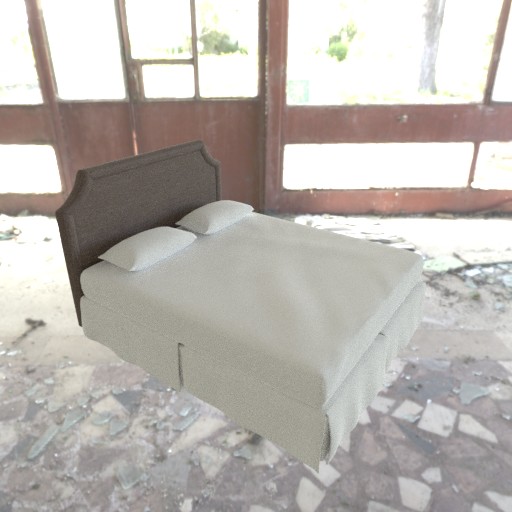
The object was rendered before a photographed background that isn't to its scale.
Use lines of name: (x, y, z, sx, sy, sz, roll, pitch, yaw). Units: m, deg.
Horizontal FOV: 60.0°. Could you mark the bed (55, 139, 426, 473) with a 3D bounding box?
bed: (0.000, 0.000, 4.176, 2.773, 1.590, 2.350, 17, 31, 31)
